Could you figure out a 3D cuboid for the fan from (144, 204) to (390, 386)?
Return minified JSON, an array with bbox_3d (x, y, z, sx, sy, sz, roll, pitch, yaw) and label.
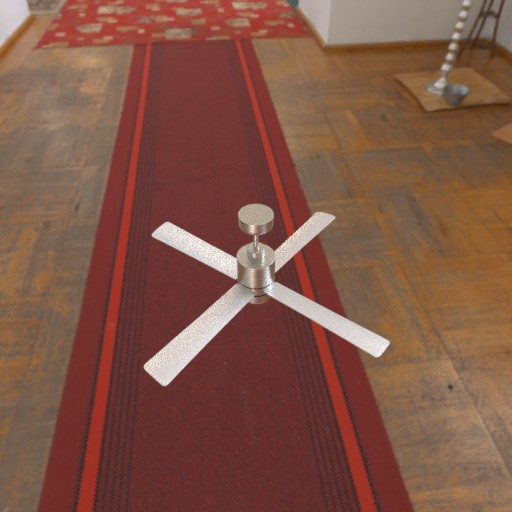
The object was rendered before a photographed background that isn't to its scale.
[{"bbox_3d":[0.000,0.000,2.307,1.525,0.539,1.525,27,49,27],"label":"fan"}]
